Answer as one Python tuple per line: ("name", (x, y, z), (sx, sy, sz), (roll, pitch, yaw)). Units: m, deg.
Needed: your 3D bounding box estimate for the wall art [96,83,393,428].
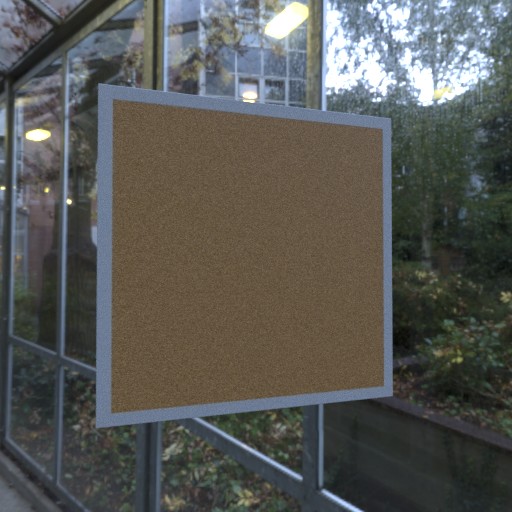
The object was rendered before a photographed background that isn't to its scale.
("wall art", (0.000, 0.000, 0.603), (0.406, 0.406, 0.038), (0, -1, -18))
